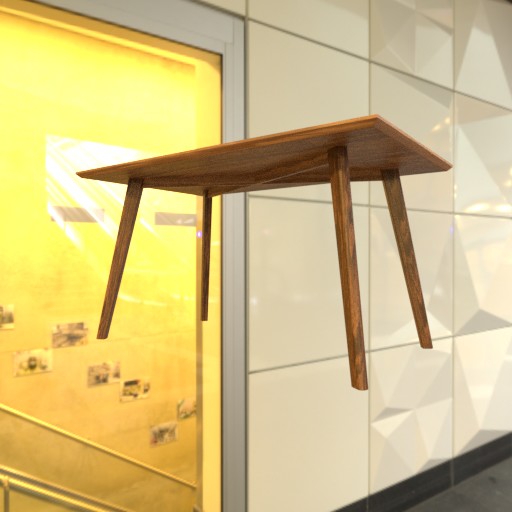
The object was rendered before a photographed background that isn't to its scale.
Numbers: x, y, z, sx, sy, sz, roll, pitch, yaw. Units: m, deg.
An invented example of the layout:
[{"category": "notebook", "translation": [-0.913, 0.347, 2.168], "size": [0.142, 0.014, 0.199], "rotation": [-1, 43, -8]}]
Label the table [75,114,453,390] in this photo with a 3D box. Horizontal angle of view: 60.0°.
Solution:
[{"category": "table", "translation": [0.000, 0.000, 1.838], "size": [1.349, 0.724, 0.801], "rotation": [0, 0, 36]}]
